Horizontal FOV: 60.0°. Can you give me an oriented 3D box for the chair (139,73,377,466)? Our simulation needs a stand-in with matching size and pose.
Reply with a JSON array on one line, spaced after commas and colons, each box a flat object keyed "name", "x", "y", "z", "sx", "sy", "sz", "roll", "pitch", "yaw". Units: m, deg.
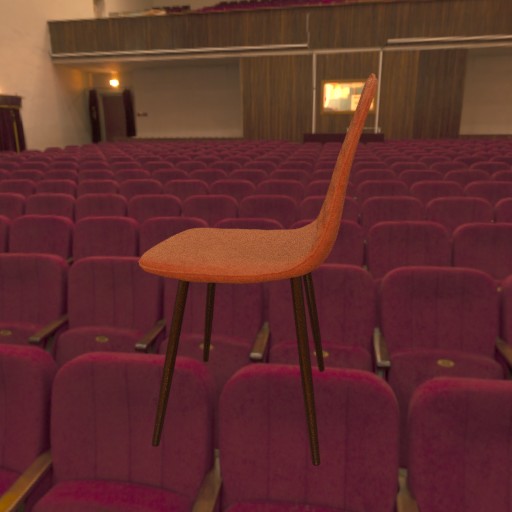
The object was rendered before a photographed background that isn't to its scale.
[{"name": "chair", "x": 0.000, "y": 0.000, "z": 1.186, "sx": 0.561, "sy": 0.889, "sz": 0.472, "roll": 2, "pitch": 15, "yaw": 9}]
